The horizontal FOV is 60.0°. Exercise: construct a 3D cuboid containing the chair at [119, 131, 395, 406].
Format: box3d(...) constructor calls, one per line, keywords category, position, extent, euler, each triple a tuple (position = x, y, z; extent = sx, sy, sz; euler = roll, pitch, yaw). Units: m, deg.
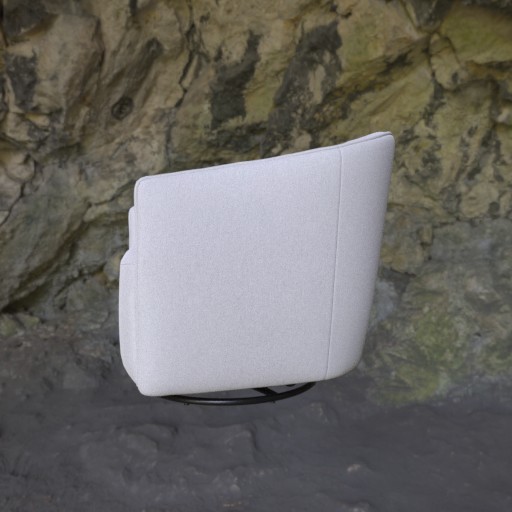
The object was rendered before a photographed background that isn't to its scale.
box3d(category="chair", position=(0.000, 0.000, 1.480), extent=(0.875, 0.799, 0.747), euler=(0, 1, -17))
